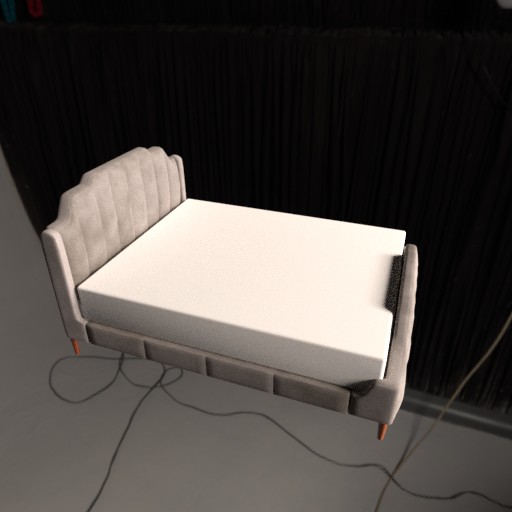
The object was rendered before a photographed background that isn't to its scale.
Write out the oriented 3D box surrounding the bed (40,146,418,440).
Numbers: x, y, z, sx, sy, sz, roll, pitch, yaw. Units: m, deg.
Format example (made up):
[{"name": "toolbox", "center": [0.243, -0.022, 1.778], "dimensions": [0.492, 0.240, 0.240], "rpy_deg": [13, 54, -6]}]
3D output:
[{"name": "bed", "center": [0.000, 0.000, 3.336], "dimensions": [2.340, 1.245, 1.676], "rpy_deg": [10, 32, 17]}]
